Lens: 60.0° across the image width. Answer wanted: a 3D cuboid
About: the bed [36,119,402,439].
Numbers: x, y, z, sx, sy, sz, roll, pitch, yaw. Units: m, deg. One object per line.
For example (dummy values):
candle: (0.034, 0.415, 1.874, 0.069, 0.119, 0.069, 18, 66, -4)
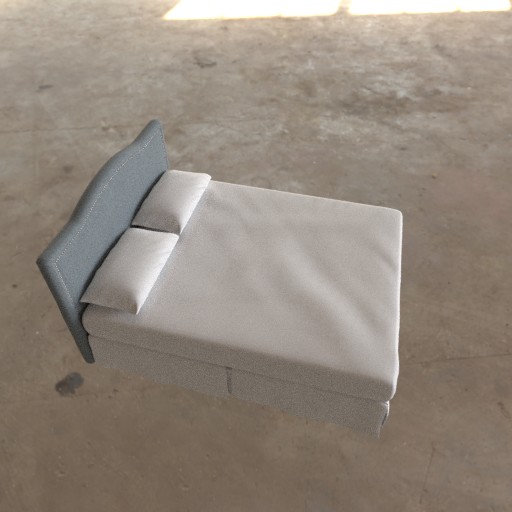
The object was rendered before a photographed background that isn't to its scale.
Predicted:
bed: (0.000, 0.000, 3.996, 2.689, 1.457, 2.161, 10, 47, 10)
